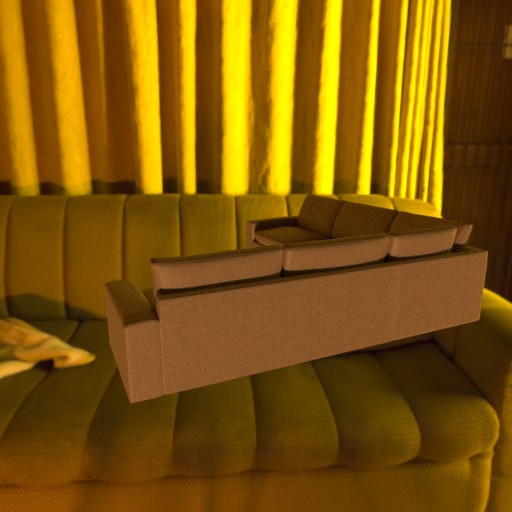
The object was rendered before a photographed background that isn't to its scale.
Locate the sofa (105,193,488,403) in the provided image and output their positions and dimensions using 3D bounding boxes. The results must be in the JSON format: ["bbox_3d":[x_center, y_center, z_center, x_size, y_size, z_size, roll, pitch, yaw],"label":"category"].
[{"bbox_3d":[0.000,0.000,4.022,2.742,0.800,2.622,-7,16,-24],"label":"sofa"}]
